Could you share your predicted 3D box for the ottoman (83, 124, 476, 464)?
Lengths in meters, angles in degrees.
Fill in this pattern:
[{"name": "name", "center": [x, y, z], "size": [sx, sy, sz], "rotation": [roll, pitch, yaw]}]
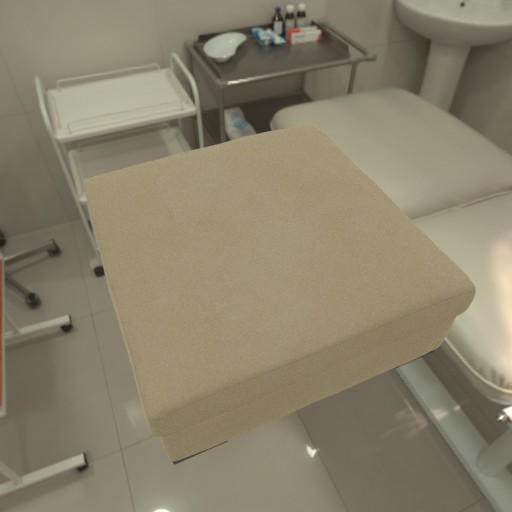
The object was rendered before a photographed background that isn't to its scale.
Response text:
[{"name": "ottoman", "center": [0.000, 0.000, 1.854], "size": [1.190, 0.522, 1.205], "rotation": [-18, 49, -16]}]
